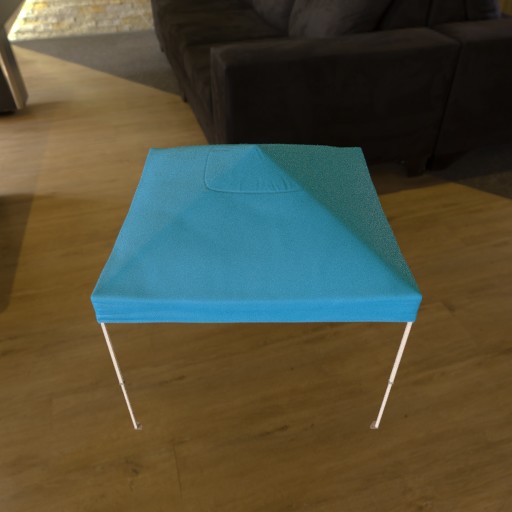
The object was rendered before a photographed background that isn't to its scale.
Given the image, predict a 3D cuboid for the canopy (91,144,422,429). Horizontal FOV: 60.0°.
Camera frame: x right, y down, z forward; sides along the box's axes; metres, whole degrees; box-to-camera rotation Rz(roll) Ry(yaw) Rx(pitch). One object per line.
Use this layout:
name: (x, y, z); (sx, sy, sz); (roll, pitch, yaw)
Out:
canopy: (0.000, 0.000, 5.573); (2.998, 2.997, 2.996); (0, 40, 0)
